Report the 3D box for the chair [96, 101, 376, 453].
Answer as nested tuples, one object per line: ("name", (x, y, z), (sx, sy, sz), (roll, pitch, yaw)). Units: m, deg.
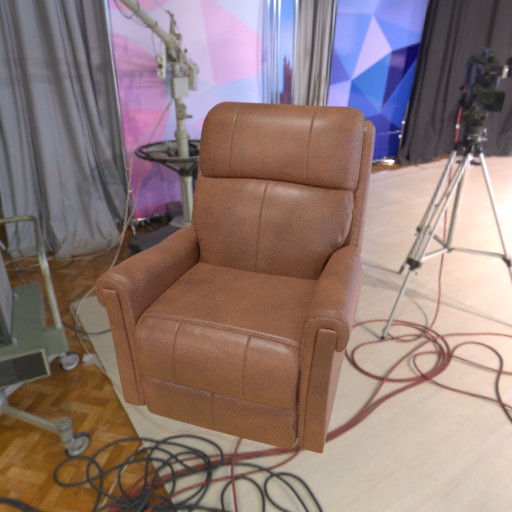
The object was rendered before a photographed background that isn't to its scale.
("chair", (0.000, 0.000, 1.750), (0.838, 1.054, 1.014), (8, 28, 16))
